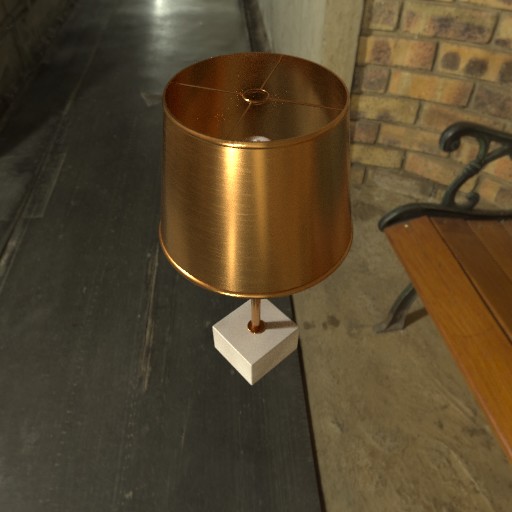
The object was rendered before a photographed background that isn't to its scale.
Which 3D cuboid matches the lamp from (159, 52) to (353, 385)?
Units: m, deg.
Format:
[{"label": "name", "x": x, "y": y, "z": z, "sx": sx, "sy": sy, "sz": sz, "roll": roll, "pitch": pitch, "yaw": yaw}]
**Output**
[{"label": "lamp", "x": 0.000, "y": 0.000, "z": 0.519, "sx": 0.208, "sy": 0.406, "sz": 0.208, "roll": 0, "pitch": 47, "yaw": 0}]
